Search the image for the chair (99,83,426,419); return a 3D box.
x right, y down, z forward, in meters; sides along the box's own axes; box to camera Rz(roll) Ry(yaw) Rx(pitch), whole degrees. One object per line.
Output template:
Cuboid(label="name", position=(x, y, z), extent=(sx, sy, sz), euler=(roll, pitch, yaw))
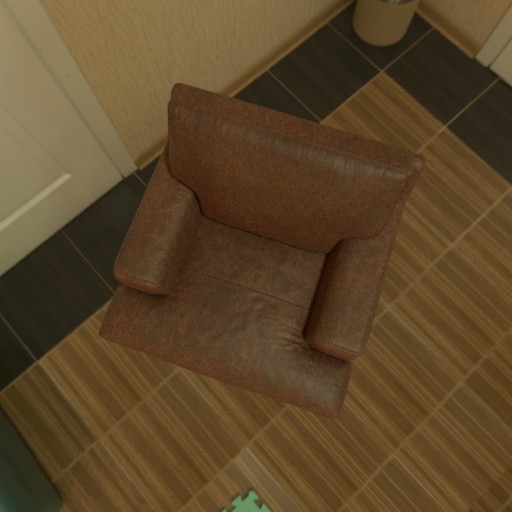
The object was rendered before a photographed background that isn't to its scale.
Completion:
Cuboid(label="chair", position=(0.000, 0.000, 2.013), extent=(1.168, 0.939, 1.143), euler=(18, 77, 4))
